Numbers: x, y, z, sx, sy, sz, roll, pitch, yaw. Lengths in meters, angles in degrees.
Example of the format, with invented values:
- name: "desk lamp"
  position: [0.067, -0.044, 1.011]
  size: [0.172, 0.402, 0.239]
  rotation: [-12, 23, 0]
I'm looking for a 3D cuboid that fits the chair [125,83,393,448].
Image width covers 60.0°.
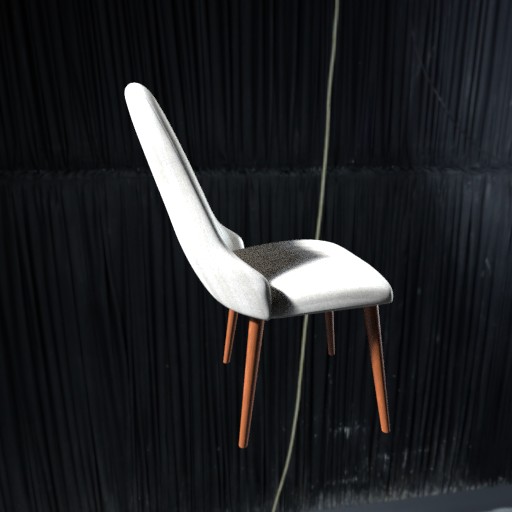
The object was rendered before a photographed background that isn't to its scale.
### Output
- name: "chair"
  position: [0.000, 0.000, 1.309]
  size: [0.684, 0.917, 0.526]
  rotation: [-2, 14, -9]
